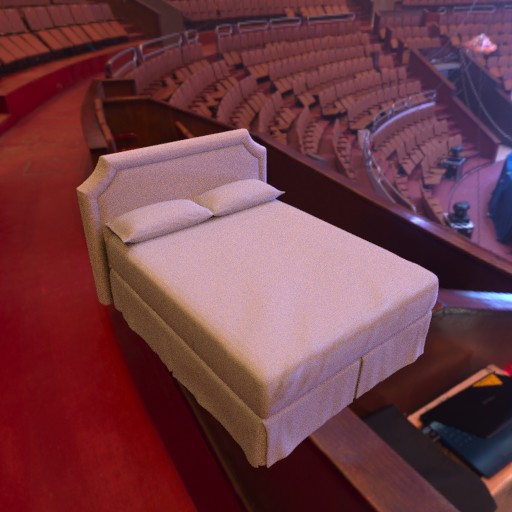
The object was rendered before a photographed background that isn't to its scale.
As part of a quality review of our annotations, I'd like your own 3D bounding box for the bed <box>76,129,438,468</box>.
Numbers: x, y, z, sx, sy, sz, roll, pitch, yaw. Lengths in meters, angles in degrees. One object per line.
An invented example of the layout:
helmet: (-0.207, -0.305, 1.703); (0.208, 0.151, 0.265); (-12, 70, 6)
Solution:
bed: (0.000, 0.000, 3.343); (1.828, 1.297, 2.164); (-22, 36, -33)
